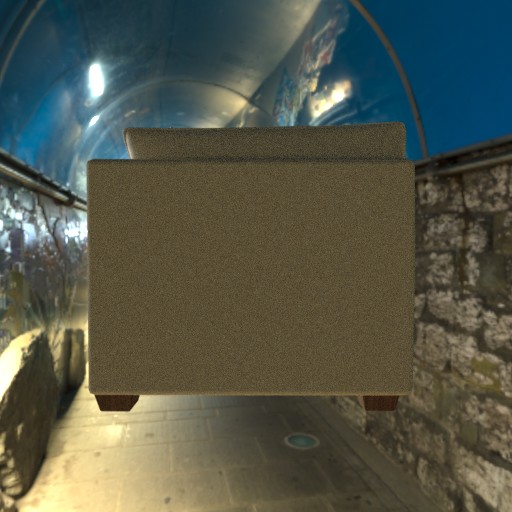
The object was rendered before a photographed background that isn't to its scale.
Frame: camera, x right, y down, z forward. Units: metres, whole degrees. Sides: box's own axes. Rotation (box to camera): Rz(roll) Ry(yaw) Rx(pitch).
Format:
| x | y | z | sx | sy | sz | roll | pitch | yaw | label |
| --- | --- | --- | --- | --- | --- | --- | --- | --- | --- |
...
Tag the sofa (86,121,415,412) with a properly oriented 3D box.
| x | y | z | sx | sy | sz | roll | pitch | yaw | label |
| --- | --- | --- | --- | --- | --- | --- | --- | --- | --- |
| 0.000 | 0.000 | 1.978 | 1.084 | 1.002 | 1.146 | 0 | 1 | 1 | sofa |
